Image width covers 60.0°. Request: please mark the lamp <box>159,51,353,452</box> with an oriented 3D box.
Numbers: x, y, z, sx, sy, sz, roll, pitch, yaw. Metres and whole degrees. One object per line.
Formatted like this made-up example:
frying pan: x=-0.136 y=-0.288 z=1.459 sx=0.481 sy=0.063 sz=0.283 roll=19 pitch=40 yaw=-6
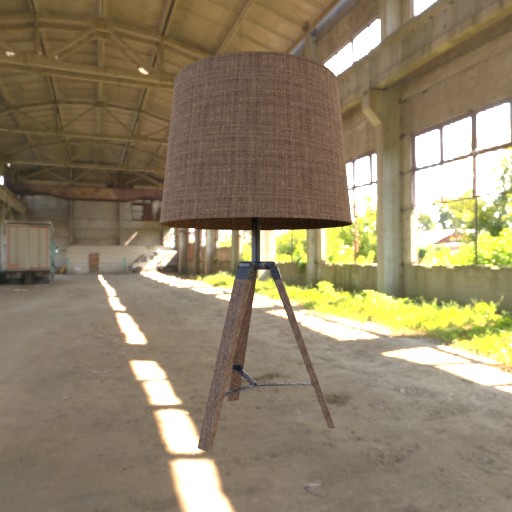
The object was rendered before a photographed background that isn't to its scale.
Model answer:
lamp: x=0.000 y=0.000 z=0.680 sx=0.290 sy=0.514 sz=0.290 roll=0 pitch=0 yaw=0
